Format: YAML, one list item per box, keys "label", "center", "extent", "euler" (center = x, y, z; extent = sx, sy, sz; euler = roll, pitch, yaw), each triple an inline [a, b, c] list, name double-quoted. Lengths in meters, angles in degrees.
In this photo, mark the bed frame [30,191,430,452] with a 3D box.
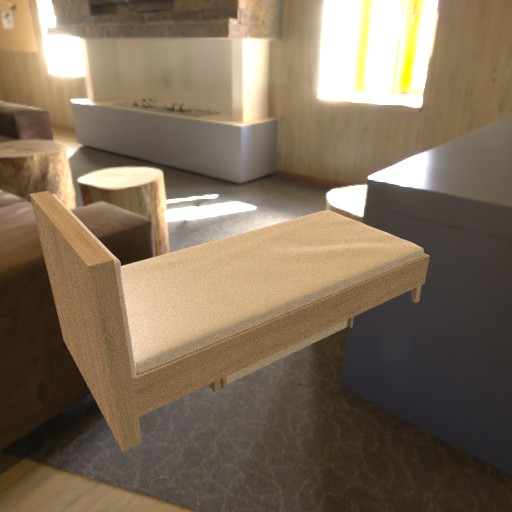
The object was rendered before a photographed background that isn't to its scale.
- label: "bed frame"
  center: [0.000, 0.000, 2.665]
  extent: [2.140, 0.920, 0.990]
  euler: [-17, 31, -31]
